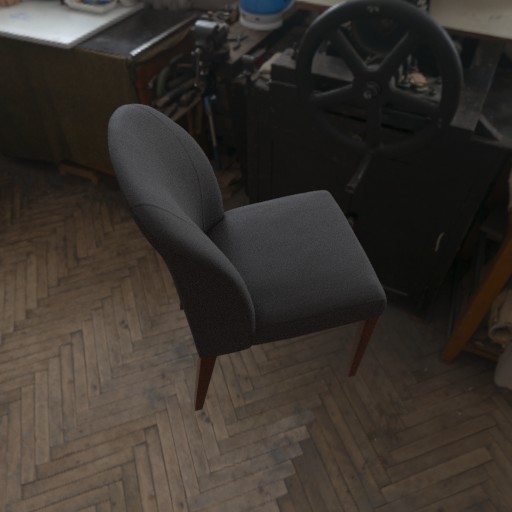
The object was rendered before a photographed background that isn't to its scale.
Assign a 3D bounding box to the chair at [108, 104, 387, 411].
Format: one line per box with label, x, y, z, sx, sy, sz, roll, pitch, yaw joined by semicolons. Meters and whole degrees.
chair;0.000;0.000;1.268;0.619;0.879;0.506;-10;48;-9
